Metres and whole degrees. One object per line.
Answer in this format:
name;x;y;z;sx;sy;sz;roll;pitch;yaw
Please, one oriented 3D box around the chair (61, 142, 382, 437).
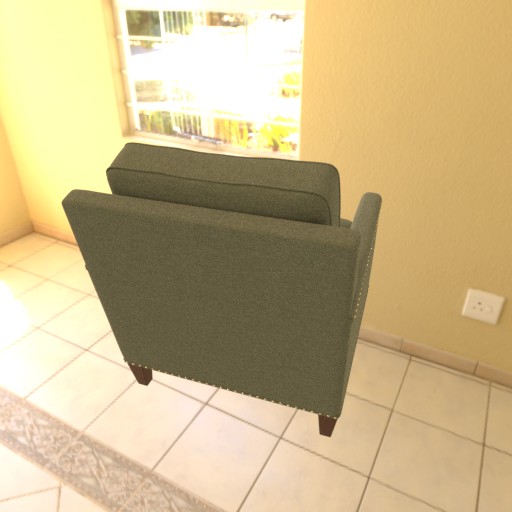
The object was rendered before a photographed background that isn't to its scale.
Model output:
chair;0.000;0.000;1.782;0.885;1.031;1.031;10;32;16
